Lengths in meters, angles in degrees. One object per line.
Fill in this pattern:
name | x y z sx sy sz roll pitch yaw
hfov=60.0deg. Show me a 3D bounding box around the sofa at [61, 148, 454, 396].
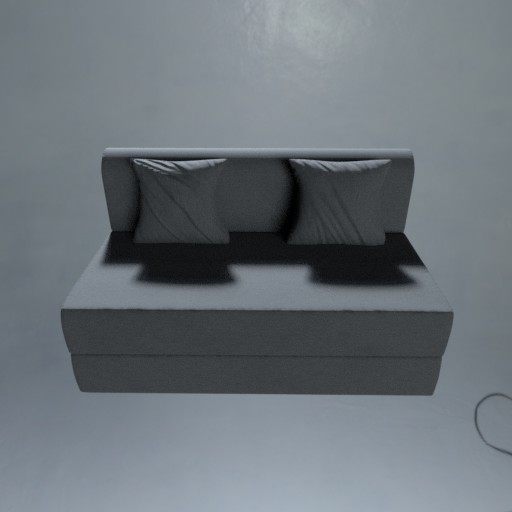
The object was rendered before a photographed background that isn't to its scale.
sofa | 0.000 0.000 1.684 1.225 0.670 0.762 0 29 1
